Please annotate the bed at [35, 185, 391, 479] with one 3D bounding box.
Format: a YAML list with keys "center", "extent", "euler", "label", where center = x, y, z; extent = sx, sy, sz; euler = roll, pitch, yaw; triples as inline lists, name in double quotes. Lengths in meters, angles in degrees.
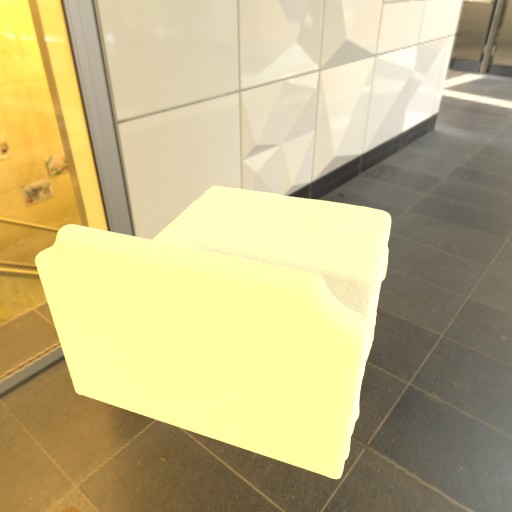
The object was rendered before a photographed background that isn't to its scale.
- center: [0.000, 0.000, 3.744]
  extent: [2.134, 1.524, 2.548]
  euler: [11, 34, 17]
  label: "bed"
